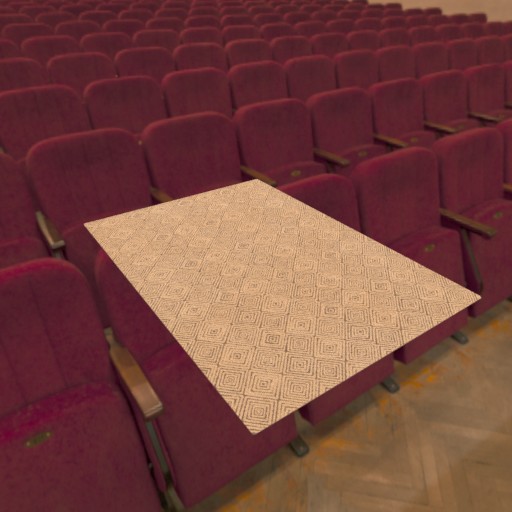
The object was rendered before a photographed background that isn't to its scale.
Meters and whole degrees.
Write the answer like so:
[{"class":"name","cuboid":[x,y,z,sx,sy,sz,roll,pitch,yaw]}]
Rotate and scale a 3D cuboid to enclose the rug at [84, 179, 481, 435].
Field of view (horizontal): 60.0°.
[{"class":"rug","cuboid":[0.000,0.000,2.931,1.593,0.008,2.238,-20,36,-29]}]
